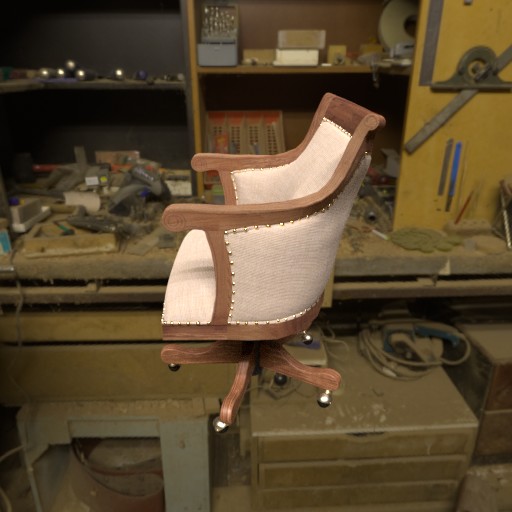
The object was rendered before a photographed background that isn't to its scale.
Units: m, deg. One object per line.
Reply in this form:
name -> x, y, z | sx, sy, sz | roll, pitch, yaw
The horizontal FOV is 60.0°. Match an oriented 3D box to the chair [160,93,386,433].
chair -> 0.000, 0.000, 1.459 | 0.689, 0.965, 0.656 | 0, 24, -1
